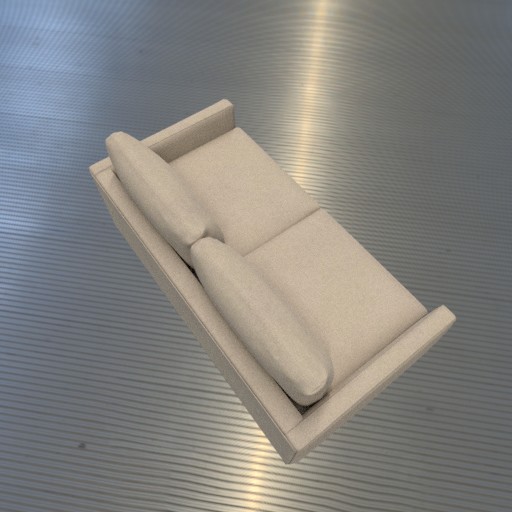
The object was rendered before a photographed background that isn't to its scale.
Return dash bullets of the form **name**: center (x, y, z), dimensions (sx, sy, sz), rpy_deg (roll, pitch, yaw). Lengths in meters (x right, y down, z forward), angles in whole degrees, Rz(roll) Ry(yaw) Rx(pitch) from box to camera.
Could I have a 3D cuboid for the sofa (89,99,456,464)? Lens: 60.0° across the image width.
- **sofa**: center (0.000, 0.000, 2.185), dimensions (0.875, 0.840, 1.682), rpy_deg (-33, 65, -18)
